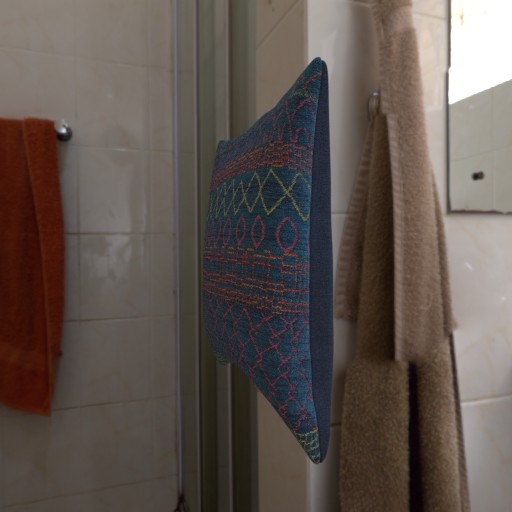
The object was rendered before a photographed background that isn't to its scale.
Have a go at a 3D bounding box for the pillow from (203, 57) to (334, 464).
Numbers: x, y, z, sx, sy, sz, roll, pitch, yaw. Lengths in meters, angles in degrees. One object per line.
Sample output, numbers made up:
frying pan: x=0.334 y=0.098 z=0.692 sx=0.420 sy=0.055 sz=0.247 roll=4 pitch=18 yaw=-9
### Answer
pillow: x=0.000 y=0.000 z=0.658 sx=0.141 sy=0.431 sz=0.431 roll=0 pitch=2 yaw=-18
